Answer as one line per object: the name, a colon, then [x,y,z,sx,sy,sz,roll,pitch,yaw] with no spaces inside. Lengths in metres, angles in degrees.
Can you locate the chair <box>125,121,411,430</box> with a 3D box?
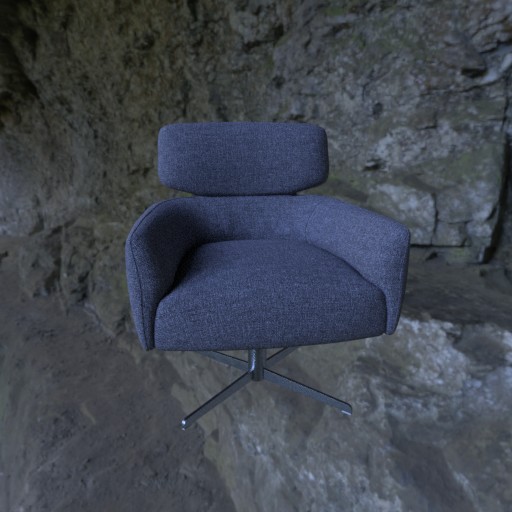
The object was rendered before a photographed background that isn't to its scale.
chair: [0.000,0.000,1.375,0.706,0.812,0.715,-2,16,-8]
